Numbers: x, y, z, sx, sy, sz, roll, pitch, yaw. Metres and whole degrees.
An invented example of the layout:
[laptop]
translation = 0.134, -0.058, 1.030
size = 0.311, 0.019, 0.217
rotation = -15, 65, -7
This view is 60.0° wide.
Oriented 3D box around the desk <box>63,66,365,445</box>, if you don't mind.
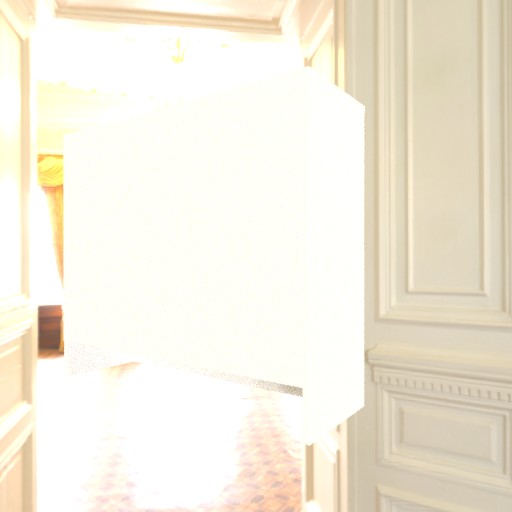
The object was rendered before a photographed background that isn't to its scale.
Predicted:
[desk]
translation = 0.000, 0.000, 1.604
size = 0.940, 0.818, 0.926
rotation = 0, 0, 35
